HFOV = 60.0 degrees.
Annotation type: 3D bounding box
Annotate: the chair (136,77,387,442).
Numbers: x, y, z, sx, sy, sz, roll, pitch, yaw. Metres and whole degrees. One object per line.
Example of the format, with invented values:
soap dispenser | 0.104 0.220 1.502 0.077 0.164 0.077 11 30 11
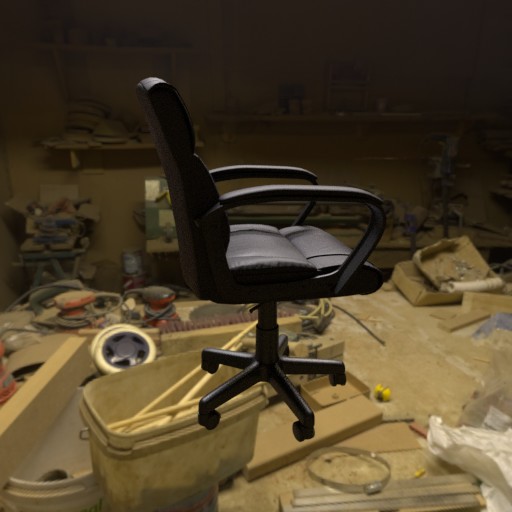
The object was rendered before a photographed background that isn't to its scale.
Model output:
chair | 0.000 0.000 1.357 0.641 0.998 0.576 -3 17 -10
